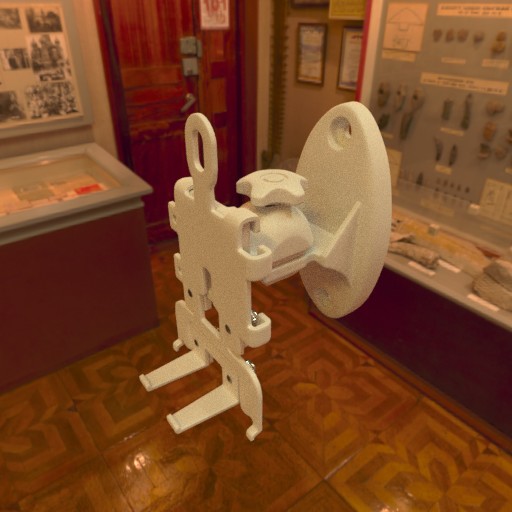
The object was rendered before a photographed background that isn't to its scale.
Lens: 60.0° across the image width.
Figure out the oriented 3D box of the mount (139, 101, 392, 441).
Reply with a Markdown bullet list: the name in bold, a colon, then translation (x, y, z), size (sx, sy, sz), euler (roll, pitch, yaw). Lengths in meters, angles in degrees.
- **mount**: translation (0.000, 0.000, 0.179), size (0.100, 0.118, 0.066), euler (-20, 36, -31)
